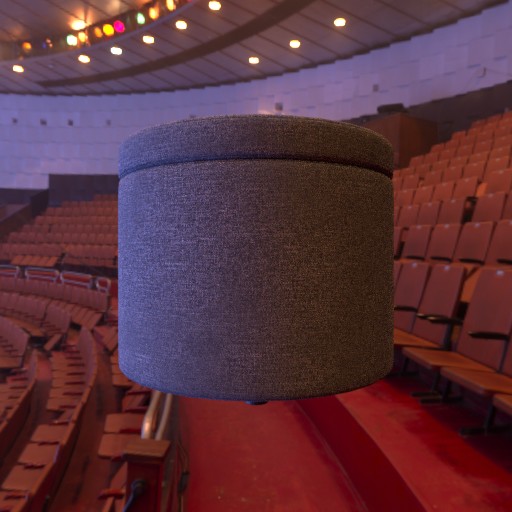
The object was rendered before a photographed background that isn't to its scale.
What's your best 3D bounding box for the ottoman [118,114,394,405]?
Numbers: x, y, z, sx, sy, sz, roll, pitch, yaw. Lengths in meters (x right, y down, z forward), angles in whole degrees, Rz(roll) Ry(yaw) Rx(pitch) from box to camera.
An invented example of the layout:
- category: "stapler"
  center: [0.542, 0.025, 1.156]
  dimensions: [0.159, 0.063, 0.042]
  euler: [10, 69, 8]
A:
- category: "ottoman"
  center: [0.000, 0.000, 0.839]
  dimensions: [0.500, 0.419, 0.500]
  euler: [0, 0, 0]
